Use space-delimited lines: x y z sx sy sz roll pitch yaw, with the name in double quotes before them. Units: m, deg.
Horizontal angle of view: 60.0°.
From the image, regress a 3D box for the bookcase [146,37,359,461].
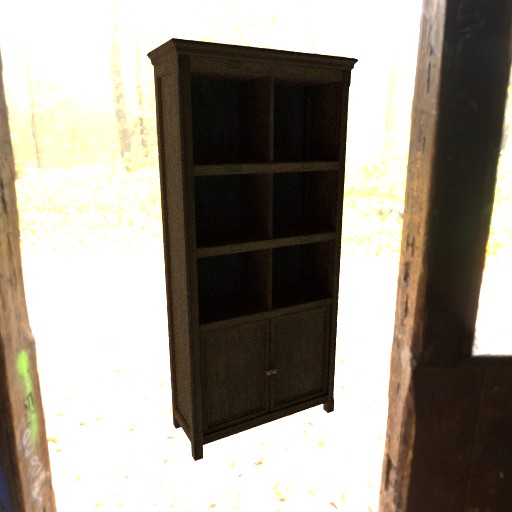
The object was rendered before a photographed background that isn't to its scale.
"bookcase" 0.000 0.000 2.240 0.906 1.880 0.348 -8 17 -28
